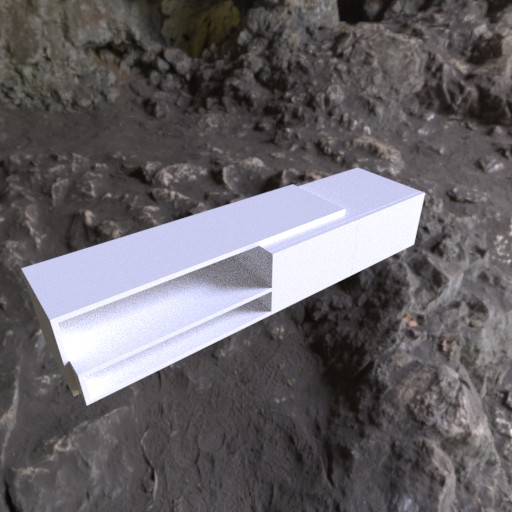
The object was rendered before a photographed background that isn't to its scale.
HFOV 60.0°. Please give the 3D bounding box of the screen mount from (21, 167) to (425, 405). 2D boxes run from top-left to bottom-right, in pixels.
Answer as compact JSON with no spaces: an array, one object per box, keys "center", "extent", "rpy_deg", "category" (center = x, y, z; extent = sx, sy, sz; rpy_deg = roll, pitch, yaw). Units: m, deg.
[{"center":[0.000,0.000,1.874],"extent":[1.680,0.320,0.420],"rpy_deg":[-22,38,-31],"category":"screen mount"}]
